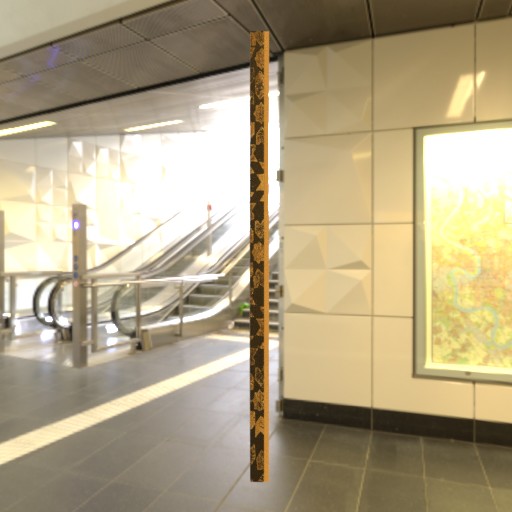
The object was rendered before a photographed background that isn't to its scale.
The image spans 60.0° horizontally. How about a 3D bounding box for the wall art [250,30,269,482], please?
[{"bbox_3d":[0.000,0.000,1.351,0.038,0.914,0.914,0,0,-1],"label":"wall art"}]
